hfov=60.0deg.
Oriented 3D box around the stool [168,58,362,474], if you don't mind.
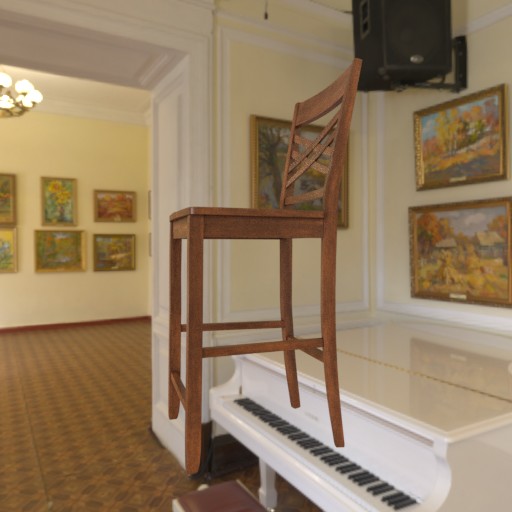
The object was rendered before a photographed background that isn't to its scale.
[{"bbox_3d":[0.000,0.000,1.364,0.504,1.098,0.426,0,1,-18],"label":"stool"}]
